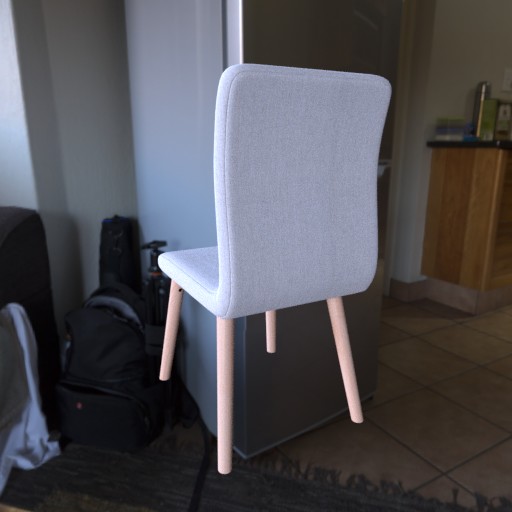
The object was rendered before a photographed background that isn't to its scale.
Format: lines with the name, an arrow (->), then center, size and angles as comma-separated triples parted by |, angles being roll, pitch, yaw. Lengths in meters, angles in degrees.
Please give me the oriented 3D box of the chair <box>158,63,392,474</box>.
chair -> 0.000, 0.000, 1.209 | 0.435, 0.885, 0.550 | -8, 17, -27
